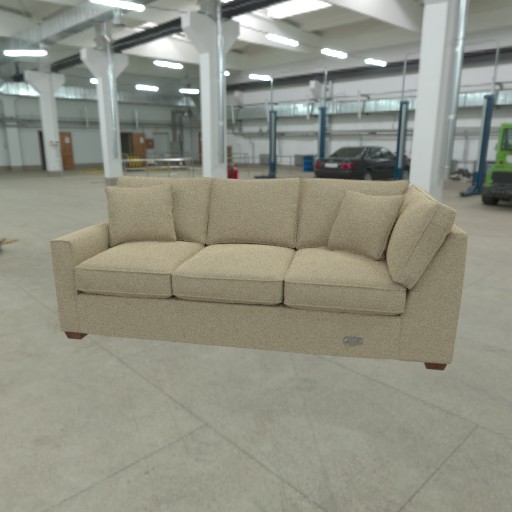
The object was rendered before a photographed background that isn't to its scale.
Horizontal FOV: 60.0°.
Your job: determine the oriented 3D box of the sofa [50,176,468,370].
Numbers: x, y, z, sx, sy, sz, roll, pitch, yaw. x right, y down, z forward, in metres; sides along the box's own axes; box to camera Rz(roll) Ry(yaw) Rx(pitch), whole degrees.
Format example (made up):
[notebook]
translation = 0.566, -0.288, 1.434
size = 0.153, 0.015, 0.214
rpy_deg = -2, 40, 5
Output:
[sofa]
translation = 0.000, 0.000, 2.886
size = 2.317, 0.962, 1.061
rpy_deg = 3, 15, 11
